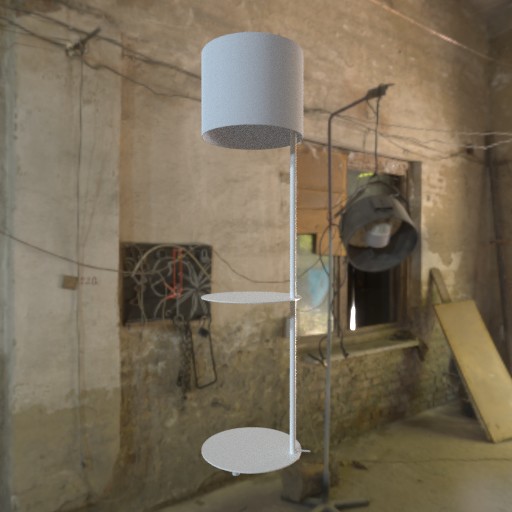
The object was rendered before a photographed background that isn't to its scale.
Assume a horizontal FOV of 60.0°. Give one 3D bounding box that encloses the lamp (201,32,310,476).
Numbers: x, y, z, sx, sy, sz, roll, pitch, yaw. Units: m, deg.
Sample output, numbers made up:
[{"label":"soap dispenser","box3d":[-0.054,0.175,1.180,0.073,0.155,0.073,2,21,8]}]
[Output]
[{"label":"lamp","box3d":[0.000,0.000,1.635,0.405,1.465,0.372,0,1,17]}]
